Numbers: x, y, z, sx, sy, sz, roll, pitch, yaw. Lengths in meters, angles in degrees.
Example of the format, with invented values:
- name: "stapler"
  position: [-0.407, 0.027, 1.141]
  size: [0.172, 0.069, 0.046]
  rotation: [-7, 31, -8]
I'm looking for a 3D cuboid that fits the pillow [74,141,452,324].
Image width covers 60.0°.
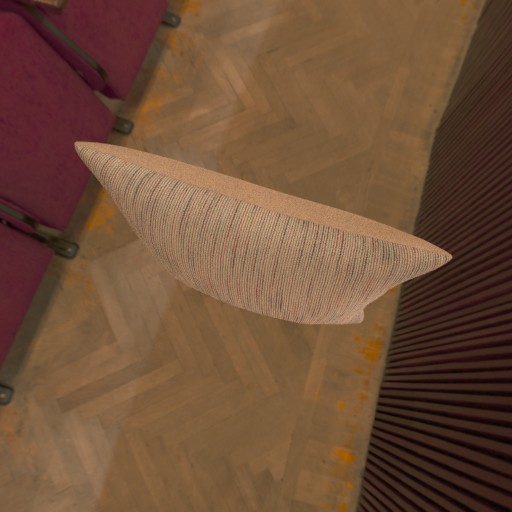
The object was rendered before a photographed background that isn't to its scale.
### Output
- name: "pillow"
  position: [0.000, 0.000, 0.799]
  size: [0.512, 0.506, 0.178]
  rotation: [17, 75, 5]
